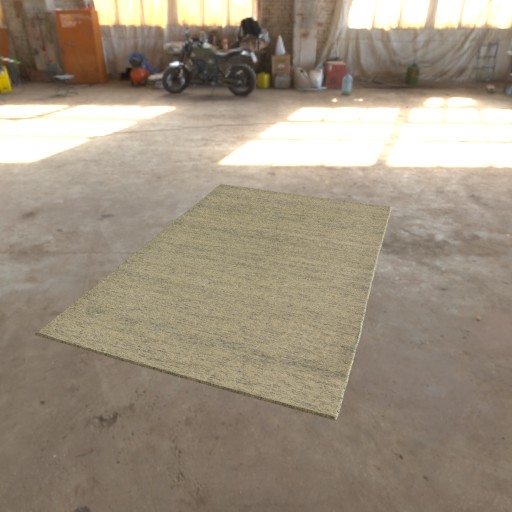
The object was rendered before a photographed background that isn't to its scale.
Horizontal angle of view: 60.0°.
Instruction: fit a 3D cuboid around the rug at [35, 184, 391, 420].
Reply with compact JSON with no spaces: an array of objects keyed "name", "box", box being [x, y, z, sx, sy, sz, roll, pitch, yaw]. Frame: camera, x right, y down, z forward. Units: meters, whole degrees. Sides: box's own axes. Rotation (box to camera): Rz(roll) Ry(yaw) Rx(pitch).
[{"name":"rug","box":[0.000,0.000,2.359,1.243,0.014,1.846,10,31,17]}]
